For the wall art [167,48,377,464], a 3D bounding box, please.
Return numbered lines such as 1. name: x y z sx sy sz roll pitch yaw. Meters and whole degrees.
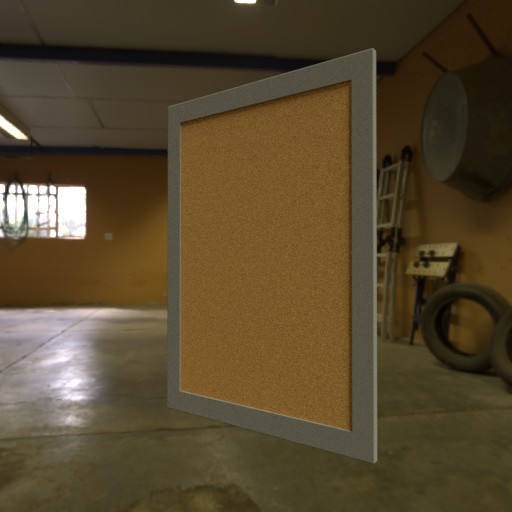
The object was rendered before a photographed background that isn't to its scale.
1. wall art: 0.000 0.000 0.675 0.374 0.529 0.012 0 -1 35
